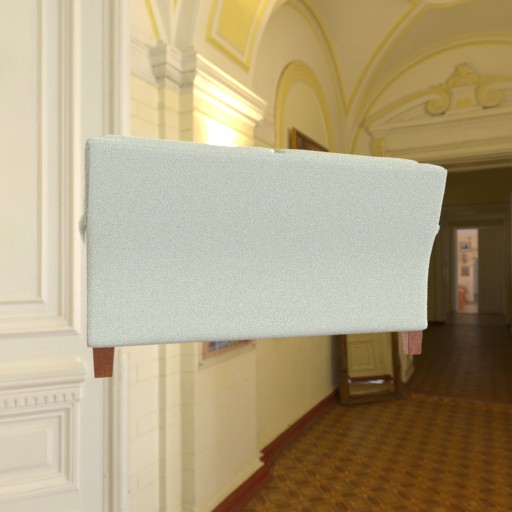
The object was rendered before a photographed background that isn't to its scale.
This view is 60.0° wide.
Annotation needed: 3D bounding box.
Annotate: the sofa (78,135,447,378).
[{"bbox_3d":[0.000,0.000,2.543,1.853,1.101,1.084,0,-1,-18],"label":"sofa"}]
